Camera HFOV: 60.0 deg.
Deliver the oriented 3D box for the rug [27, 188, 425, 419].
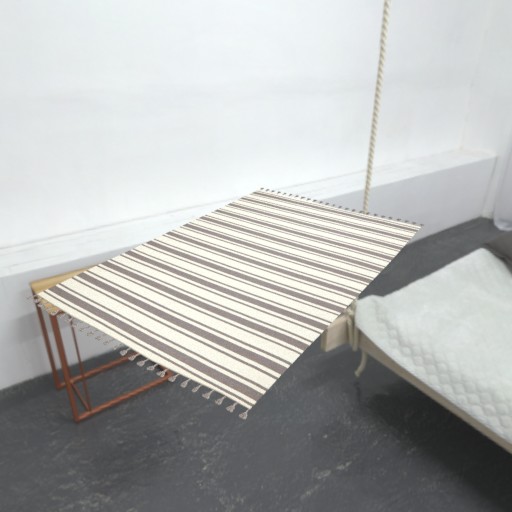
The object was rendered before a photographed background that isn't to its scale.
[{"bbox_3d":[0.000,0.000,3.027,1.563,0.014,2.425,18,32,31],"label":"rug"}]
